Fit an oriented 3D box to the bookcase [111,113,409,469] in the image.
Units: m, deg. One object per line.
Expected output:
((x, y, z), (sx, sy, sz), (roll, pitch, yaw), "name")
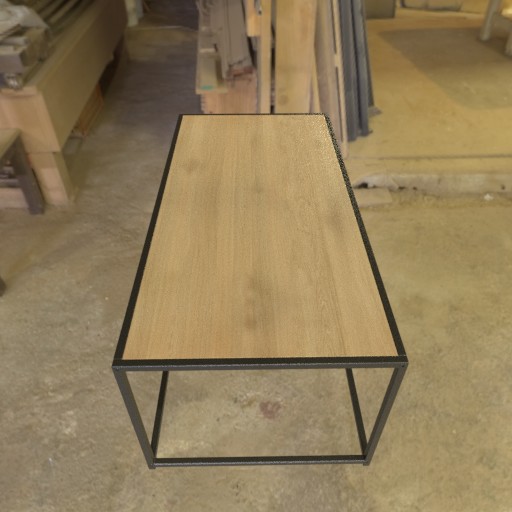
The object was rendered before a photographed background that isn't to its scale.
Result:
((0.000, 0.000, 1.248), (0.500, 0.400, 1.000), (-1, 41, -1), "bookcase")
